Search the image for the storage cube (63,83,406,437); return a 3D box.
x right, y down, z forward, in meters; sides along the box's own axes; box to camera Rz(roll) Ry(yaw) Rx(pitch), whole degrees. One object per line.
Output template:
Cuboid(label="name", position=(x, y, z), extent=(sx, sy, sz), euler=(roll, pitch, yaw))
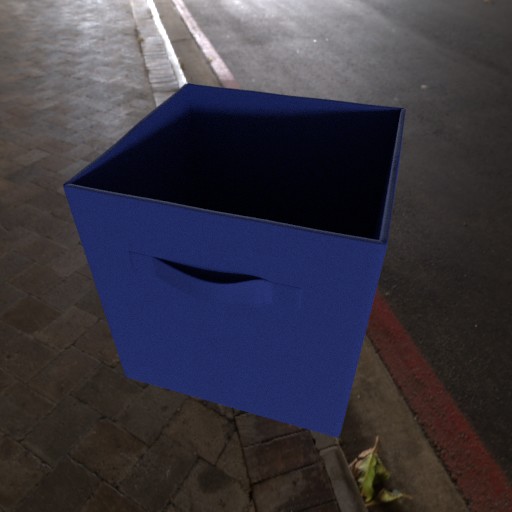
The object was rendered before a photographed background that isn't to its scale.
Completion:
Cuboid(label="storage cube", position=(0.000, 0.000, 0.513), extent=(0.270, 0.280, 0.270), euler=(11, 42, 13))
